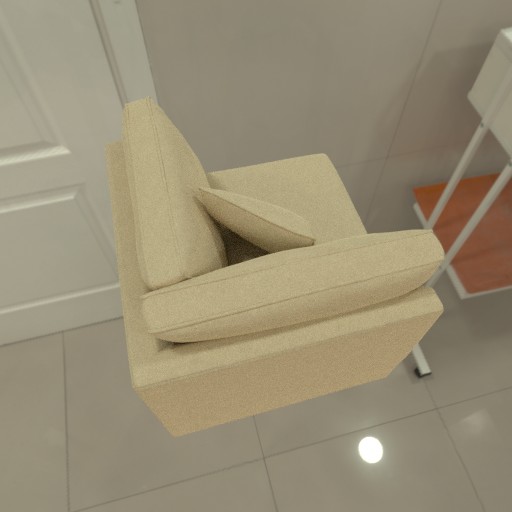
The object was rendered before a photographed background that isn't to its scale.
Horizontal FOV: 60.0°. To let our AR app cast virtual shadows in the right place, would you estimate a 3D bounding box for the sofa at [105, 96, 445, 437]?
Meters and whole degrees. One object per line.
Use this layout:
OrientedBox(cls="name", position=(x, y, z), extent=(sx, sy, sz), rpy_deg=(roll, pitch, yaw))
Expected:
OrientedBox(cls="sofa", position=(0.000, 0.000, 1.980), extent=(1.084, 1.002, 1.146), rpy_deg=(-13, 58, -8))
